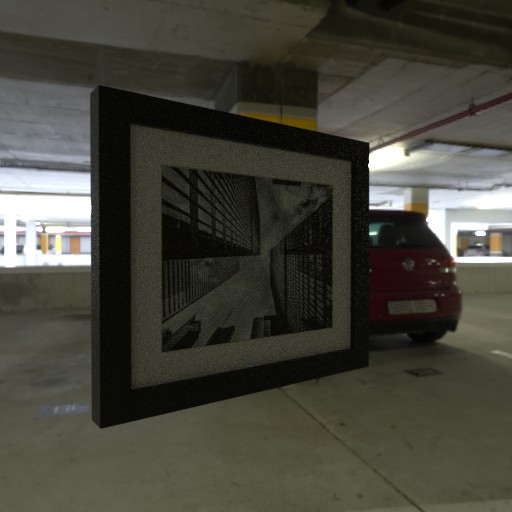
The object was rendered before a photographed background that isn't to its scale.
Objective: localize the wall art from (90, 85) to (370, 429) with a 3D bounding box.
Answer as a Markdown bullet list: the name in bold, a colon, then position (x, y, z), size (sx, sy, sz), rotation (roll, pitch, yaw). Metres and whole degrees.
- **wall art**: position (0.000, 0.000, 0.536), size (0.381, 0.321, 0.028), rotation (-1, 1, -36)
